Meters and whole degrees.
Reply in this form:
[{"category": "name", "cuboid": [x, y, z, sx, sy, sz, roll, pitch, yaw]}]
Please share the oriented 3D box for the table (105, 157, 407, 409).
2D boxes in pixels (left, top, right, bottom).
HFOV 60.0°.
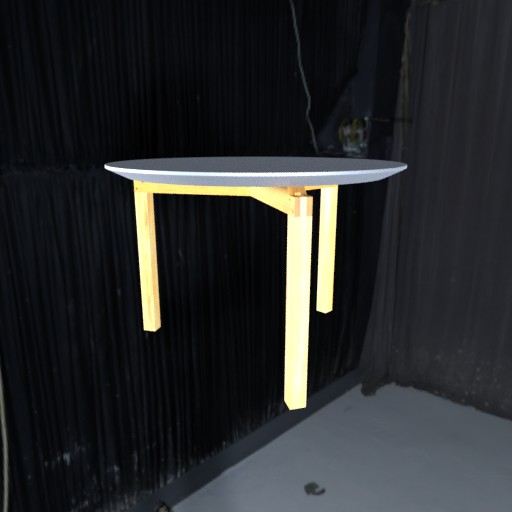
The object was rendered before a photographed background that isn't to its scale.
[{"category": "table", "cuboid": [0.000, 0.000, 0.978, 0.600, 0.405, 0.600, 0, 15, 0]}]
